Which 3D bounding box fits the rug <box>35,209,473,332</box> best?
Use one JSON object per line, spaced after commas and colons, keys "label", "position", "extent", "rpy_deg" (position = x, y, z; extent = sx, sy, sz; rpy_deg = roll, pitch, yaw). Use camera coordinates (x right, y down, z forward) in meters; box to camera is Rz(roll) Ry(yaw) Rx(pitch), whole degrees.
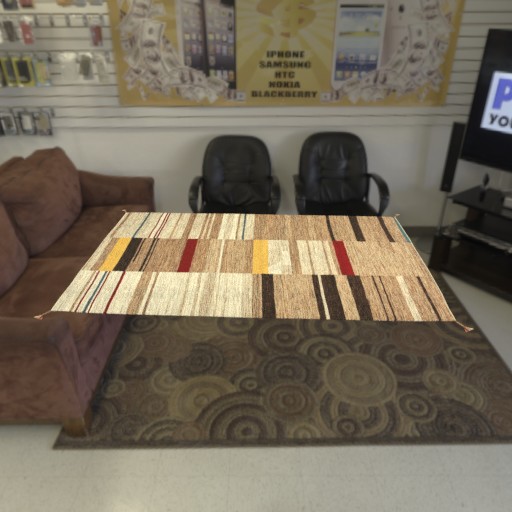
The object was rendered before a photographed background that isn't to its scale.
{"label": "rug", "position": [0.000, 0.000, 2.464], "extent": [1.918, 0.007, 1.268], "rpy_deg": [1, 29, 2]}
